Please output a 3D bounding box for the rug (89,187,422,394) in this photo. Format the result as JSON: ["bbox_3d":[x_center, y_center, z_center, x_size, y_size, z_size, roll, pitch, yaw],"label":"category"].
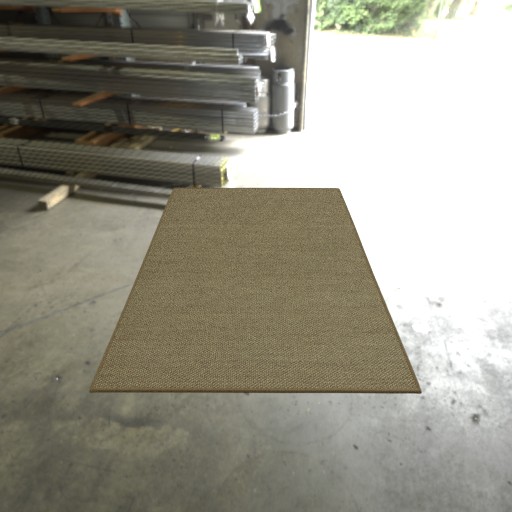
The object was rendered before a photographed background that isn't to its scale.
[{"bbox_3d":[0.000,0.000,2.114,1.062,0.013,1.667,0,31,0],"label":"rug"}]
